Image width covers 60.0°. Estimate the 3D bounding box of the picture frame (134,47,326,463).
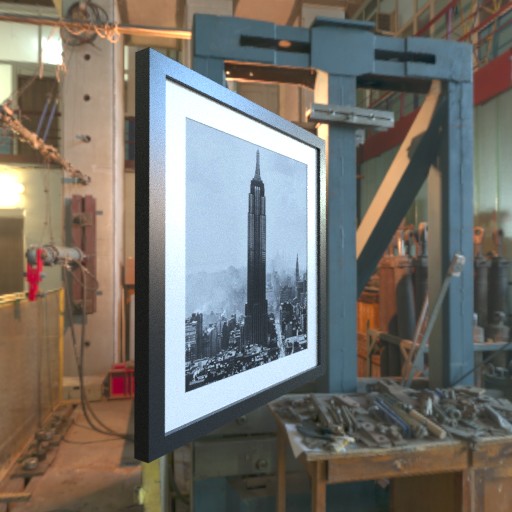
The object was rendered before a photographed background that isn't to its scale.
[{"bbox_3d":[0.000,0.000,0.833,0.029,0.557,0.559,0,-1,34],"label":"picture frame"}]
